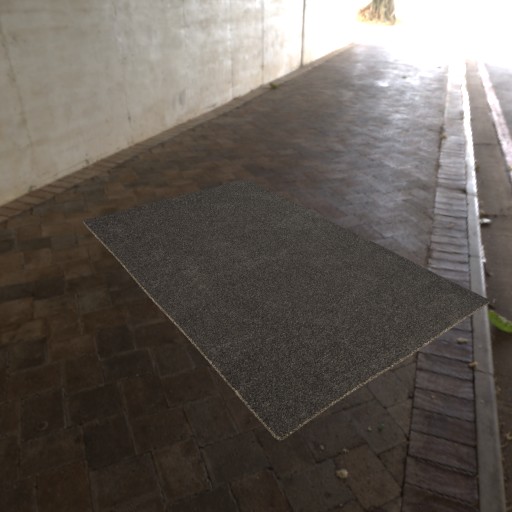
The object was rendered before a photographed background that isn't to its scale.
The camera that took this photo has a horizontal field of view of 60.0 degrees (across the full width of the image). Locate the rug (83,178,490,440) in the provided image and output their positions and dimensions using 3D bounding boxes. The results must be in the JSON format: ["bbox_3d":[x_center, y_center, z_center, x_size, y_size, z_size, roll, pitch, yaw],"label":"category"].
[{"bbox_3d":[0.000,0.000,2.886,1.502,0.025,2.350,-20,36,-31],"label":"rug"}]
